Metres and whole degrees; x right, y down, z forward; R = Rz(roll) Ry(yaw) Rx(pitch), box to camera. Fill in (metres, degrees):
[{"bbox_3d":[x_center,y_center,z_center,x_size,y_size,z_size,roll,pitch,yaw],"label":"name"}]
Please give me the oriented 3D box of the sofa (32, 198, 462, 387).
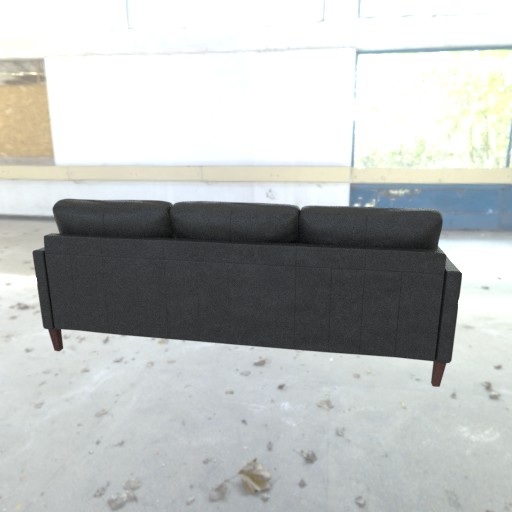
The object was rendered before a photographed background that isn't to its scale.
[{"bbox_3d":[0.000,0.000,2.923,2.178,0.876,1.497,3,15,10],"label":"sofa"}]
